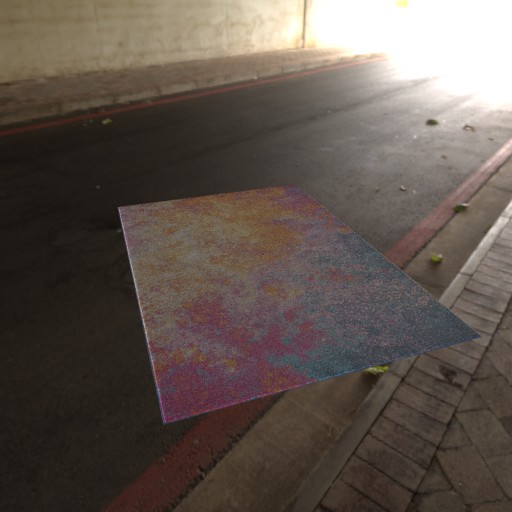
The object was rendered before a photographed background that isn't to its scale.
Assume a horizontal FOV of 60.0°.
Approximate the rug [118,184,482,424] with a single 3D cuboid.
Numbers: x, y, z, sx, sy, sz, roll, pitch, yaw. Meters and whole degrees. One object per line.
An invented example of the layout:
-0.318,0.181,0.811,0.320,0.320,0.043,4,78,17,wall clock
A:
0.000,0.000,3.686,2.007,0.013,2.896,-10,31,-17,rug
